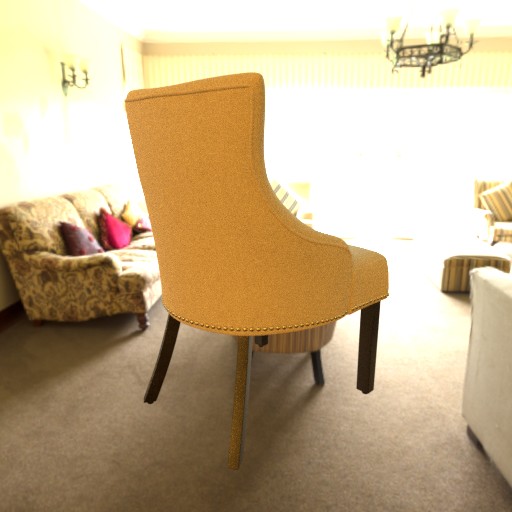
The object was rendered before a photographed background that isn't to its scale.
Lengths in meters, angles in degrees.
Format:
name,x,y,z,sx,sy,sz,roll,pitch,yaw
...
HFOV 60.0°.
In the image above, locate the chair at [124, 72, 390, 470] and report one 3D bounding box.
name,x,y,z,sx,sy,sz,roll,pitch,yaw
chair,0.000,0.000,1.296,0.629,0.909,0.566,-14,20,-43
